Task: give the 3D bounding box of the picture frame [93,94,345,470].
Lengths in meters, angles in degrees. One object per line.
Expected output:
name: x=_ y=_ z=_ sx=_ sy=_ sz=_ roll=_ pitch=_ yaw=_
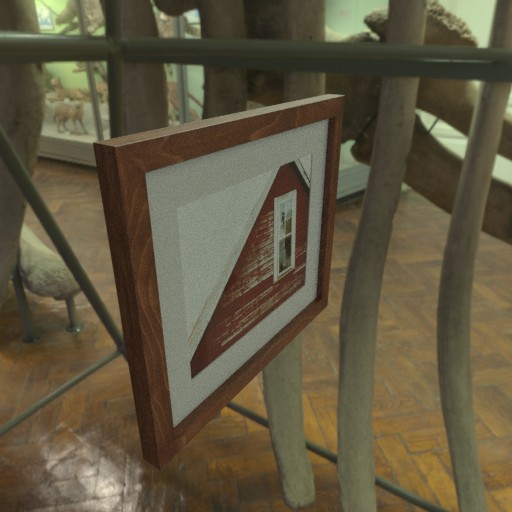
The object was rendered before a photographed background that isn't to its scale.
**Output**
picture frame: x=0.000 y=0.000 z=0.529 sx=0.025 sy=0.330 sz=0.381 roll=17 pitch=31 yaw=31
